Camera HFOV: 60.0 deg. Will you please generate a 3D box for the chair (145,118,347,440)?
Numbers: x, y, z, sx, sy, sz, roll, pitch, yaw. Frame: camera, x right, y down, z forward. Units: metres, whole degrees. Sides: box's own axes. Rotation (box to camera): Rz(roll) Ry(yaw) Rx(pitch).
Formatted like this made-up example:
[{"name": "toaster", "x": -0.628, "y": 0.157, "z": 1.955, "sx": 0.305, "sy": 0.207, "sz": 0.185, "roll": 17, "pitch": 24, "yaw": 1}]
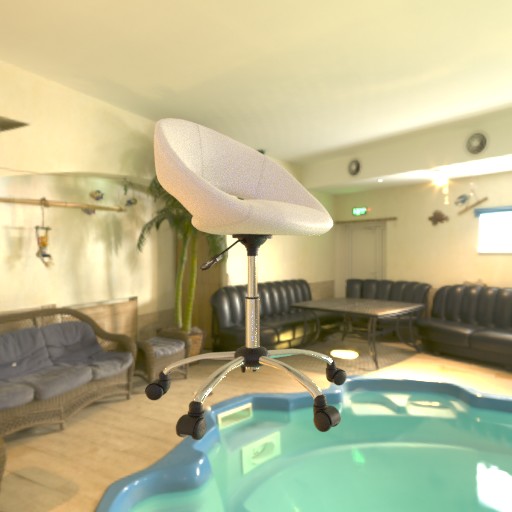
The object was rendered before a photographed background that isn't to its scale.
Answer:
[{"name": "chair", "x": 0.000, "y": 0.000, "z": 1.205, "sx": 0.538, "sy": 0.791, "sz": 0.612, "roll": 1, "pitch": 1, "yaw": 35}]
